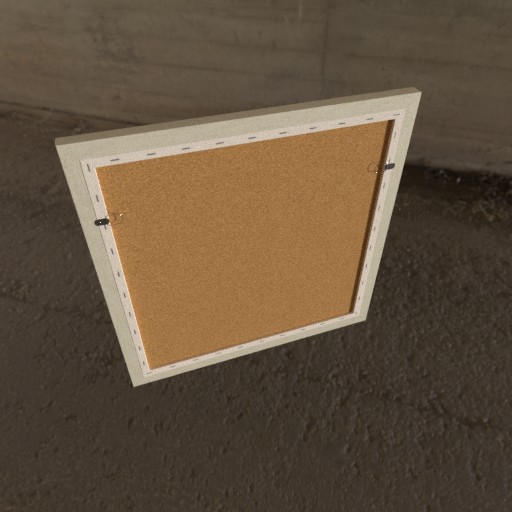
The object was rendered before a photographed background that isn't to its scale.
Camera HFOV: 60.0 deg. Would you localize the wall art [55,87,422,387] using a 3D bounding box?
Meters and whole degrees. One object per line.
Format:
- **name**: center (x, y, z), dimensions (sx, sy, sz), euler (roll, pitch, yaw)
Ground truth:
- **wall art**: center (0.000, 0.000, 1.520), dimensions (1.016, 1.016, 0.045), euler (-13, 43, -14)
